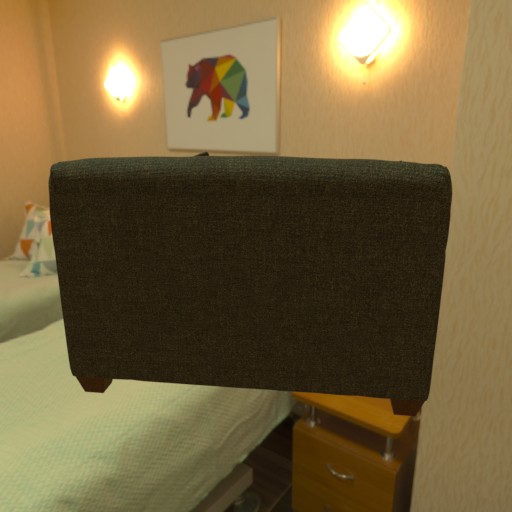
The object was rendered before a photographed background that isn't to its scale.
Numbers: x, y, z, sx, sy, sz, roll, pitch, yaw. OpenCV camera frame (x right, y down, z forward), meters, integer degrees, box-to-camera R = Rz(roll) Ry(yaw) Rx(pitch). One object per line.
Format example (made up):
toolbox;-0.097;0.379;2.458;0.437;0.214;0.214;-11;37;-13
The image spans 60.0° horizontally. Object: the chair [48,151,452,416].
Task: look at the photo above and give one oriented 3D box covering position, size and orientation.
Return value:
chair;0.000;0.000;2.026;1.383;0.948;1.000;2;16;7
